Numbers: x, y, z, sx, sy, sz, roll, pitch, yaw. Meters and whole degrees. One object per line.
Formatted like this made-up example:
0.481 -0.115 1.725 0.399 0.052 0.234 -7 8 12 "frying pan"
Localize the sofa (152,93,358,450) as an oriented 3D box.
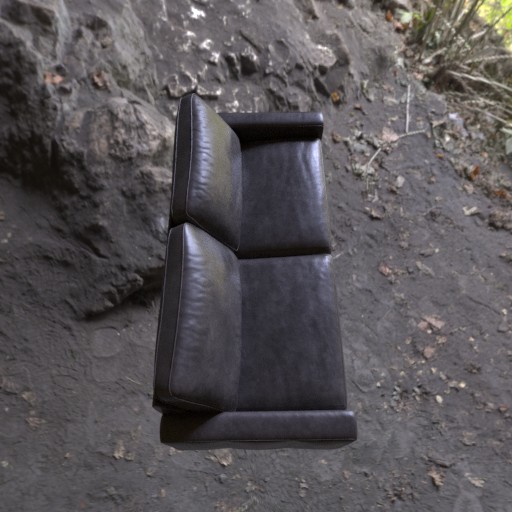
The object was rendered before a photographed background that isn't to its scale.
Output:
0.000 0.000 2.622 0.939 0.916 2.081 -1 63 0 "sofa"
